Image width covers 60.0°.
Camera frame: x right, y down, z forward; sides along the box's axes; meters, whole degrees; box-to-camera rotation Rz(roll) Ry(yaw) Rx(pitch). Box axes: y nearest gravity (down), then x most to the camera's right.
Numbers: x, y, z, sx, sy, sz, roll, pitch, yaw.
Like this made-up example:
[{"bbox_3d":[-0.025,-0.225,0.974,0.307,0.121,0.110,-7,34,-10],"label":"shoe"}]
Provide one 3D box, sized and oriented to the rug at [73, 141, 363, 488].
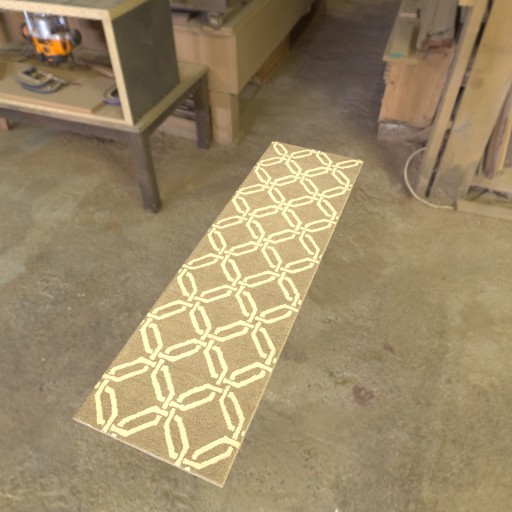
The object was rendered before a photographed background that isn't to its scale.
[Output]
[{"bbox_3d":[0.000,0.000,2.442,0.678,0.014,2.276,17,48,16],"label":"rug"}]
